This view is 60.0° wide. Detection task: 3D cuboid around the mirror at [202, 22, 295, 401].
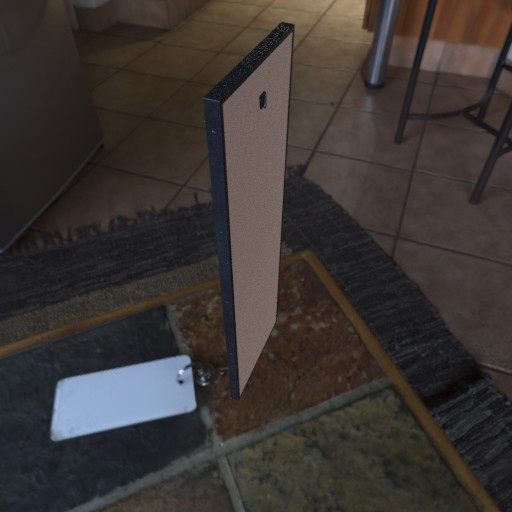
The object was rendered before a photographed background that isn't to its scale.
[{"bbox_3d":[0.000,0.000,1.204,0.042,1.080,0.354,18,50,16],"label":"mirror"}]
